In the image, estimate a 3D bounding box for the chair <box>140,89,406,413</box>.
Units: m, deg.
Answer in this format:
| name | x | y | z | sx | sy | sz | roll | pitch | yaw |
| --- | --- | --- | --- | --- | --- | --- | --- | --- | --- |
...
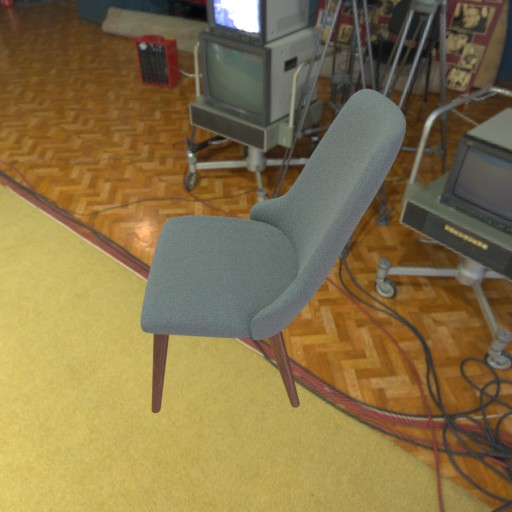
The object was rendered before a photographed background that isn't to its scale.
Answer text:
| name | x | y | z | sx | sy | sz | roll | pitch | yaw |
| --- | --- | --- | --- | --- | --- | --- | --- | --- | --- |
| chair | 0.000 | 0.000 | 1.362 | 0.707 | 0.918 | 0.535 | 0 | 41 | 0 |
